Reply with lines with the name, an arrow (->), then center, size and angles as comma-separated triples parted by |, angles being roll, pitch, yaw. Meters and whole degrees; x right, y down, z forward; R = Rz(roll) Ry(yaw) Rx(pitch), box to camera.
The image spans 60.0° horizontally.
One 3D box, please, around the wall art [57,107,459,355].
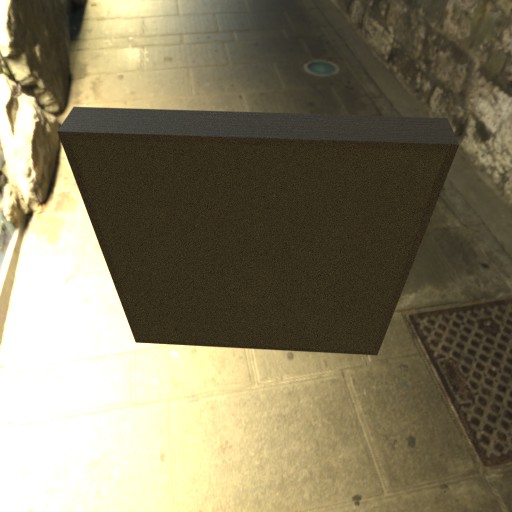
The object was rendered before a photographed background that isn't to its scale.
wall art -> 0.000, 0.000, 0.459 | 0.304, 0.303, 0.038 | 2, 47, 2
